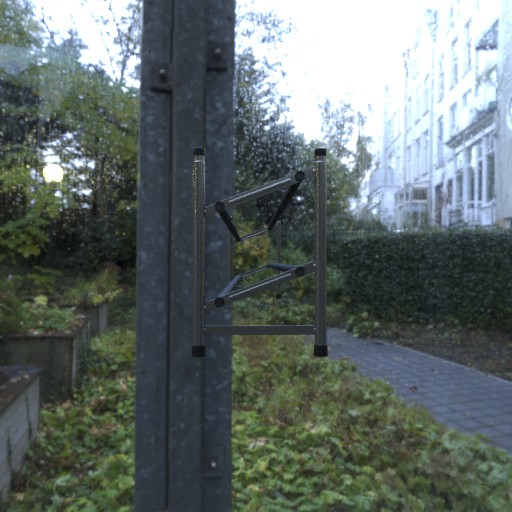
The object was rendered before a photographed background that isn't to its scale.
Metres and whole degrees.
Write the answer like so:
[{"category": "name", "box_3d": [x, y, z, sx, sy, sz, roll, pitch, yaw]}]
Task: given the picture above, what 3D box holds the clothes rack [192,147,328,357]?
[{"category": "clothes rack", "box_3d": [0.000, 0.000, 1.317, 0.229, 0.349, 1.168, 0, -1, -1]}]
